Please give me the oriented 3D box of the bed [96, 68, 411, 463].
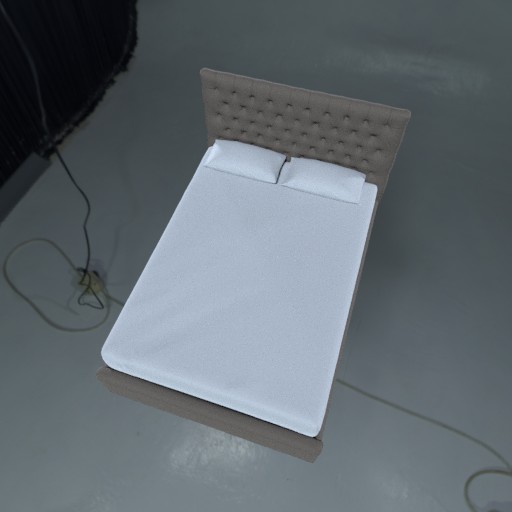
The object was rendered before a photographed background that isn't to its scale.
[{"bbox_3d":[0.000,0.000,3.441,1.698,1.427,2.387,16,58,10],"label":"bed"}]
